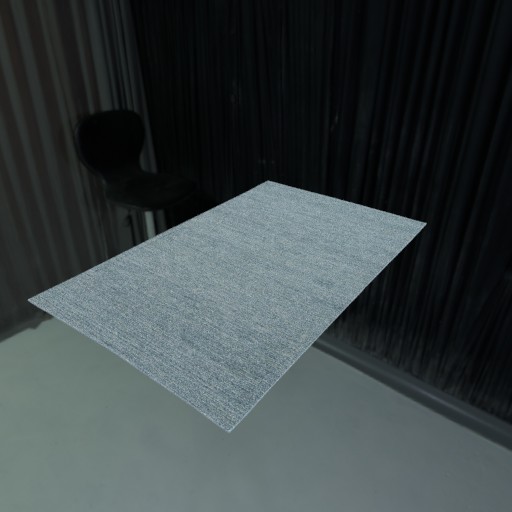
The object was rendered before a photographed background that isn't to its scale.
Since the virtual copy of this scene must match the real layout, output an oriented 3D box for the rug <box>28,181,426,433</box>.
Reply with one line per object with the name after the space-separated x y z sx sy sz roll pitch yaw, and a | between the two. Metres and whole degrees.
0.000 0.000 2.322 1.174 0.022 1.853 21 37 31 | rug
